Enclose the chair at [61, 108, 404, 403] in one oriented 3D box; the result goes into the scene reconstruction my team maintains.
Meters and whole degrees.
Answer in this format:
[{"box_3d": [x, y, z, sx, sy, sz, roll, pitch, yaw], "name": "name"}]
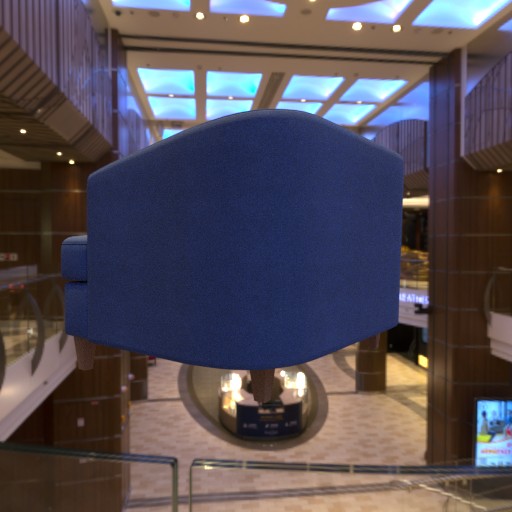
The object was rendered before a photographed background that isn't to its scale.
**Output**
[{"box_3d": [0.000, 0.000, 1.717, 0.914, 0.787, 1.118, 1, 2, 37], "name": "chair"}]
